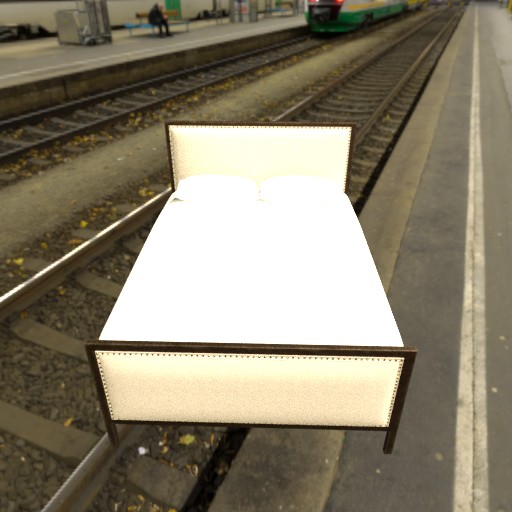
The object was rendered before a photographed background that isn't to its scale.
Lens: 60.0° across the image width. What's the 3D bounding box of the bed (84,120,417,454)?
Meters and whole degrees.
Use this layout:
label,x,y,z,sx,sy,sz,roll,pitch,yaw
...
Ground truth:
label,x,y,z,sx,sy,sz,roll,pitch,yaw
bed,0.000,0.000,3.112,1.607,1.313,2.221,1,31,2
